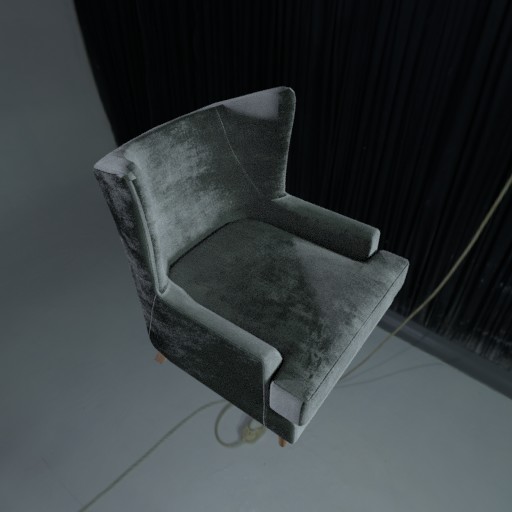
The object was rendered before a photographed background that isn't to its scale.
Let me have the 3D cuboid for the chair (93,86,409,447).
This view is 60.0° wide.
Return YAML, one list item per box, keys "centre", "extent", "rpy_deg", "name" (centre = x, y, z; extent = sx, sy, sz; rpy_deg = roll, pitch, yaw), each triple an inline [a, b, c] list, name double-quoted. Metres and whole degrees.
- centre: [0.000, 0.000, 1.612]
  extent: [0.906, 0.950, 0.784]
  rpy_deg: [25, 46, 27]
  name: "chair"
